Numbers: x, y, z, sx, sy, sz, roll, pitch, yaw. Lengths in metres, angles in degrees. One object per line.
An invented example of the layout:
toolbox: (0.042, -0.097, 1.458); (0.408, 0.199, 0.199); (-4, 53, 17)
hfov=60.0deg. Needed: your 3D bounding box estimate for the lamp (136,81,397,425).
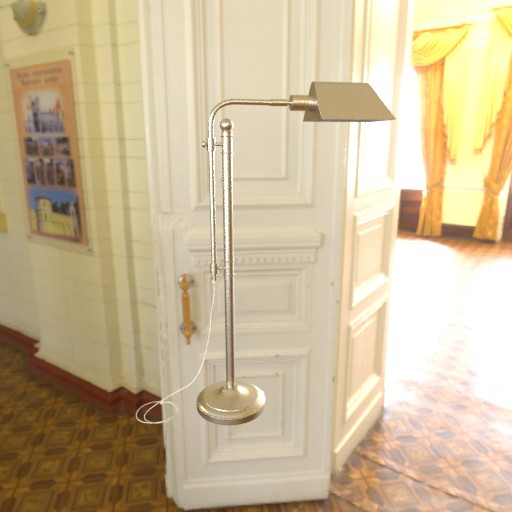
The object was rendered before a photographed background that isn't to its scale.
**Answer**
lamp: (0.000, 0.000, 0.952); (0.546, 0.708, 0.159); (-3, 15, -10)
